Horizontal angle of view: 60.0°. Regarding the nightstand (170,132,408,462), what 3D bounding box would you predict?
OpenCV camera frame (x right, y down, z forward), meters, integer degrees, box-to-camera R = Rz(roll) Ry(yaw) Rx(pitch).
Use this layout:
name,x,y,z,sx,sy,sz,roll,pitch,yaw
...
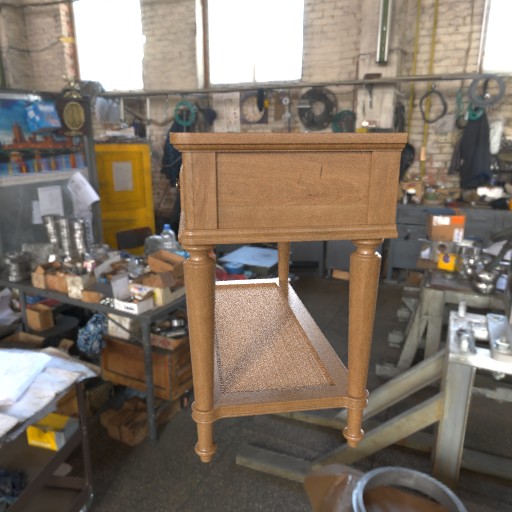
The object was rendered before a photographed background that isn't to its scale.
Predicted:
name,x,y,z,sx,sy,sz,roll,pitch,yaw
nightstand,0.000,0.000,1.312,0.432,0.700,0.914,-2,16,-8
